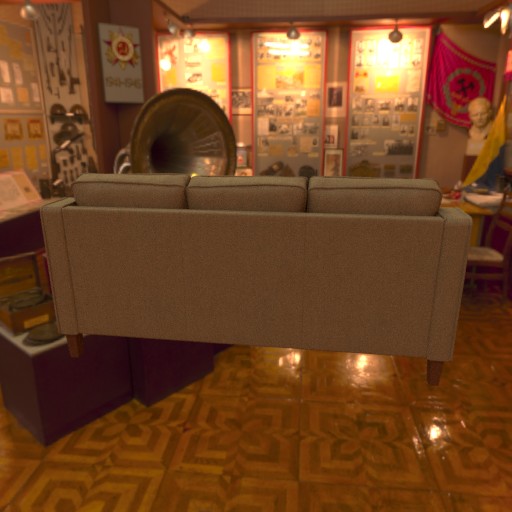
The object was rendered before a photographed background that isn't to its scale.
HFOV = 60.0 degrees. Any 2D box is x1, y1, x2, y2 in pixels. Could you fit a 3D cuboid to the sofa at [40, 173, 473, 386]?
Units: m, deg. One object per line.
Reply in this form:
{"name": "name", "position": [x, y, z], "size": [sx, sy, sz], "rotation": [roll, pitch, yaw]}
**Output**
{"name": "sofa", "position": [0.000, 0.000, 2.525], "size": [1.986, 0.974, 0.911], "rotation": [2, 17, 8]}
